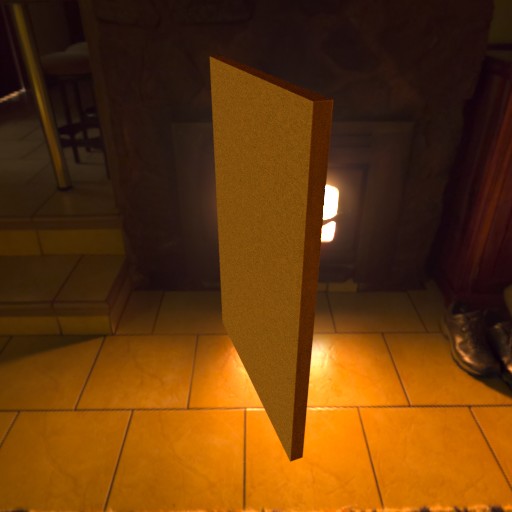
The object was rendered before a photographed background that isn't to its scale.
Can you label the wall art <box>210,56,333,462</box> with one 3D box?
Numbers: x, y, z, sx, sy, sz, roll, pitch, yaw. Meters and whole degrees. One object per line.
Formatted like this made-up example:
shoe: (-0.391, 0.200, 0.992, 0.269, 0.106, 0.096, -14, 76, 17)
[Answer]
wall art: (0.000, 0.000, 1.184, 0.037, 0.914, 0.610, -11, 32, -18)
